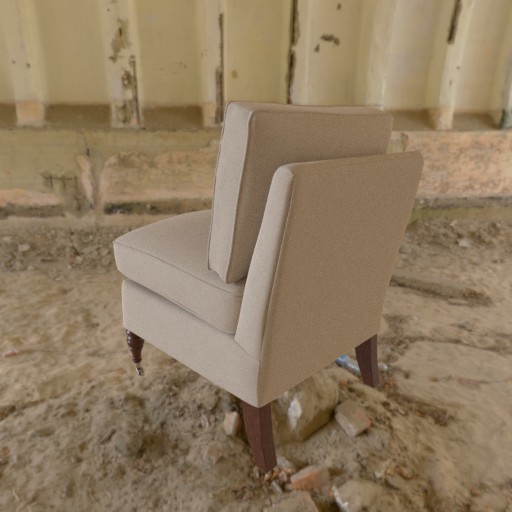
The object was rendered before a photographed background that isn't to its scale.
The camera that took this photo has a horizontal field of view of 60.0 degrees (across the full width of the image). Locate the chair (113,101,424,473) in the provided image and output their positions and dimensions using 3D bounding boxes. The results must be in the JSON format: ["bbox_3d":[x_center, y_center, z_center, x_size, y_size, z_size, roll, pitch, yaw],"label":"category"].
[{"bbox_3d":[0.000,0.000,1.638,0.912,1.052,0.724,16,23,42],"label":"chair"}]
